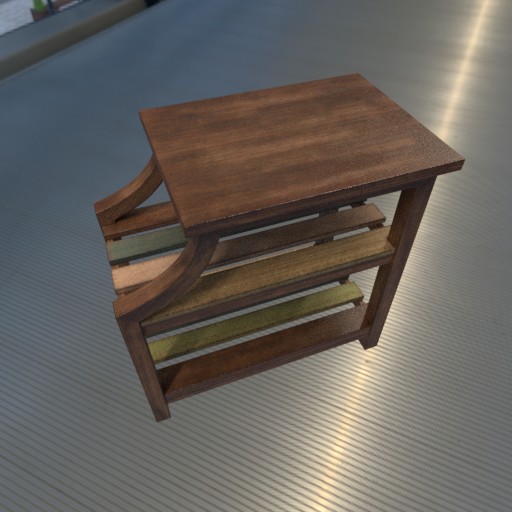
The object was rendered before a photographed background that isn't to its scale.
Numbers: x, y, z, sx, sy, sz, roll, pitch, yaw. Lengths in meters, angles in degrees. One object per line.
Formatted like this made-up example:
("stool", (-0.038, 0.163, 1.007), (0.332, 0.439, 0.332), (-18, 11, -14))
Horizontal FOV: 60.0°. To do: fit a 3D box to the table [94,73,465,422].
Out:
("table", (0.000, 0.000, 0.985), (0.609, 0.584, 0.356), (-15, 48, -14))
